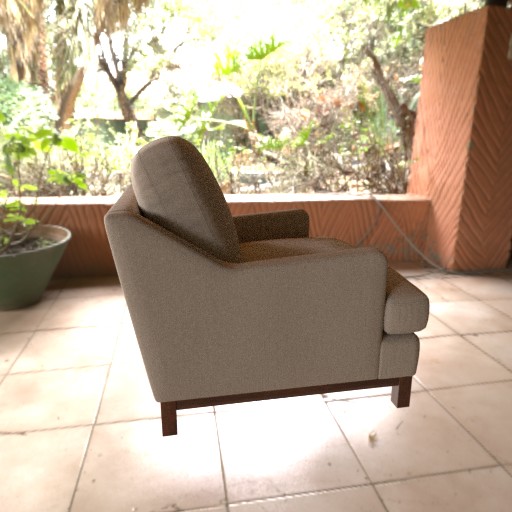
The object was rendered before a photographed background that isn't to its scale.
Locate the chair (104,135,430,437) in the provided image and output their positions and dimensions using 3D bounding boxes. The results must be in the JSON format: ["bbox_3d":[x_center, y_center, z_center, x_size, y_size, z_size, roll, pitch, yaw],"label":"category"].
[{"bbox_3d":[0.000,0.000,1.747,1.001,0.916,0.912,-3,15,-11],"label":"chair"}]
